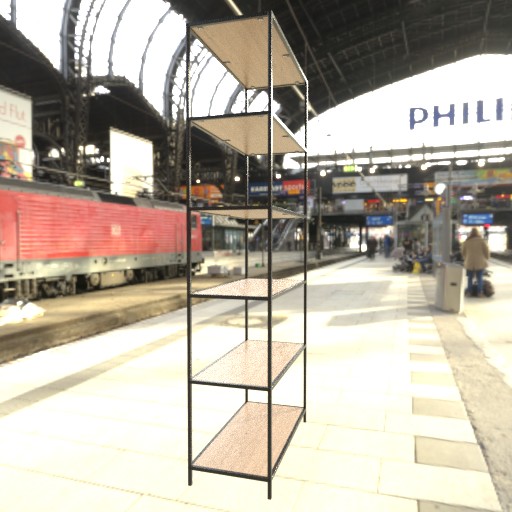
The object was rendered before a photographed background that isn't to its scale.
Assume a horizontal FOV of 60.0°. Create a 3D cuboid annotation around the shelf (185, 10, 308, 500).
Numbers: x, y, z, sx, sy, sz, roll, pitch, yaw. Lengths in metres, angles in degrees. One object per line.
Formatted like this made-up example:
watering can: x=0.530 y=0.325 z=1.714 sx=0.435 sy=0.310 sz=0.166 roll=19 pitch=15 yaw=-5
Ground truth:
shelf: x=0.000 y=0.000 z=2.092 sx=0.350 sy=1.850 sz=0.770 roll=1 pitch=2 yaw=17
